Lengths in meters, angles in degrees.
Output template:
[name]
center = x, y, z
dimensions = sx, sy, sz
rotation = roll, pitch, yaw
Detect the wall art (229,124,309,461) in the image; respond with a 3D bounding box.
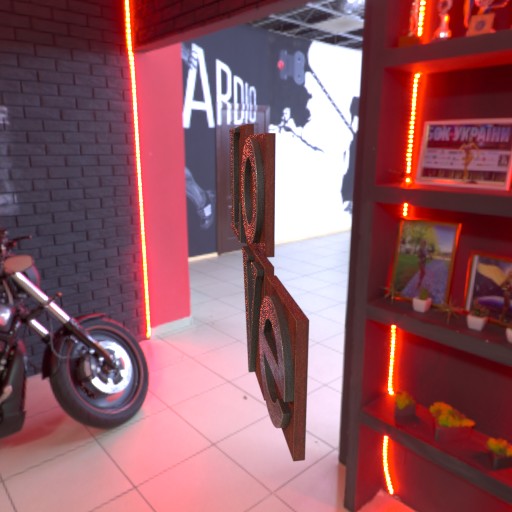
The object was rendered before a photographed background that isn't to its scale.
[wall art]
center = 0.000, 0.000, 0.850
dimensions = 0.030, 0.497, 0.635
rotation = -2, 14, -9
